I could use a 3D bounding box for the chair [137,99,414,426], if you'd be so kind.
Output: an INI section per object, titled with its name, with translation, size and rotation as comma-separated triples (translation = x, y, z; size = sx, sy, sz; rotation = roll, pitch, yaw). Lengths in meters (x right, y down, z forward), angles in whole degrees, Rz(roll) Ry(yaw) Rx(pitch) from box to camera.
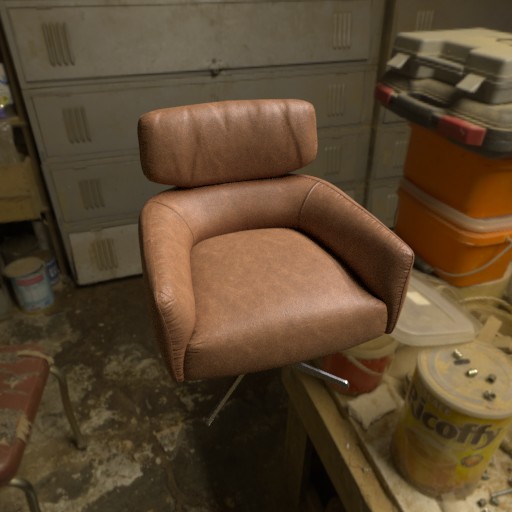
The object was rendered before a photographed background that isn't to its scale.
[chair]
translation = 0.000, 0.000, 1.402
size = 0.706, 0.812, 0.715
rotation = -10, 34, -15
